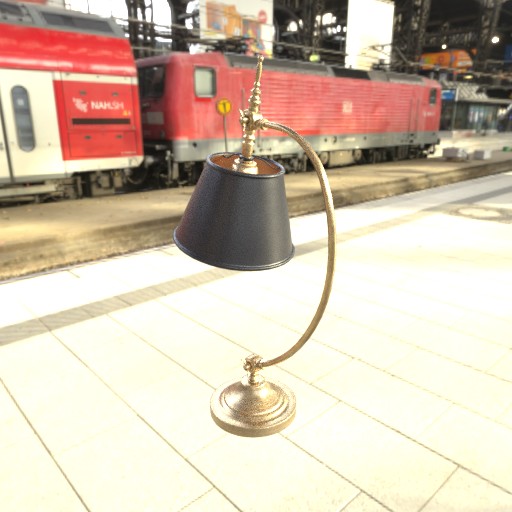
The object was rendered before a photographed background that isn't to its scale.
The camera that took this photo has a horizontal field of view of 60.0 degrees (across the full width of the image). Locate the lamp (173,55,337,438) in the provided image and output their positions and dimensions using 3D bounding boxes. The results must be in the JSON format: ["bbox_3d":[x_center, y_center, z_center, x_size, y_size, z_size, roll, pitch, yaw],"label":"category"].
[{"bbox_3d":[0.000,0.000,0.815,0.235,0.675,0.344,-16,24,-42],"label":"lamp"}]
